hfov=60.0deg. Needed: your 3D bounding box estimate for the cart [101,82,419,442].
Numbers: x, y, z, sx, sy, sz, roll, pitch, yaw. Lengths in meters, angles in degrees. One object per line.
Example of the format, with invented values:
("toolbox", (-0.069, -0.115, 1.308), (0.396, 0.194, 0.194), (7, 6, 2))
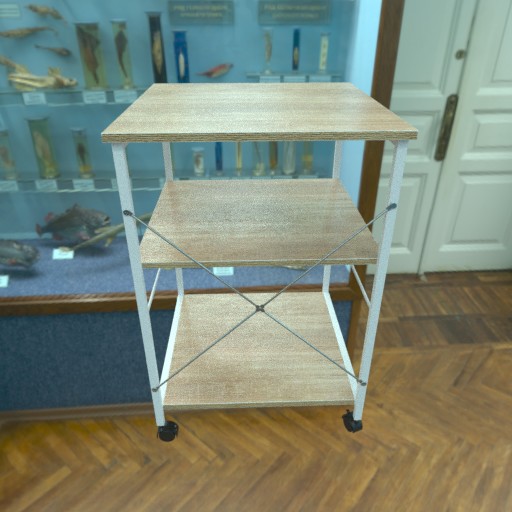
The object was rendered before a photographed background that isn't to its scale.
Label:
("cart", (0.000, 0.000, 1.139), (0.521, 0.762, 0.520), (-1, 30, -2))
